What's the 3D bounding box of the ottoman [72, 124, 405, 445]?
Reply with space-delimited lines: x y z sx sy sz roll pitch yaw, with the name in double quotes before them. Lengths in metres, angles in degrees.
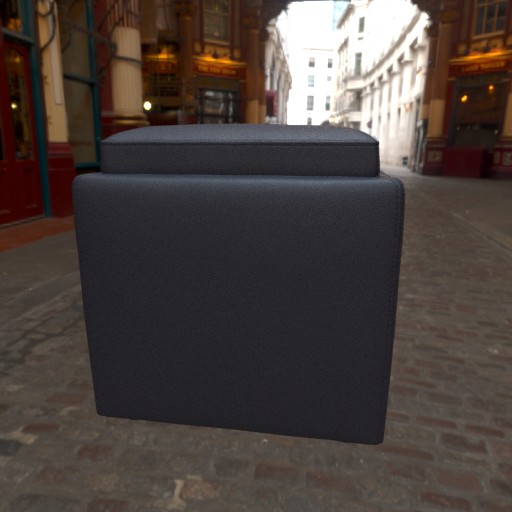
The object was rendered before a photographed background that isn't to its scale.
"ottoman" 0.000 0.000 0.810 0.450 0.460 0.451 2 15 9
